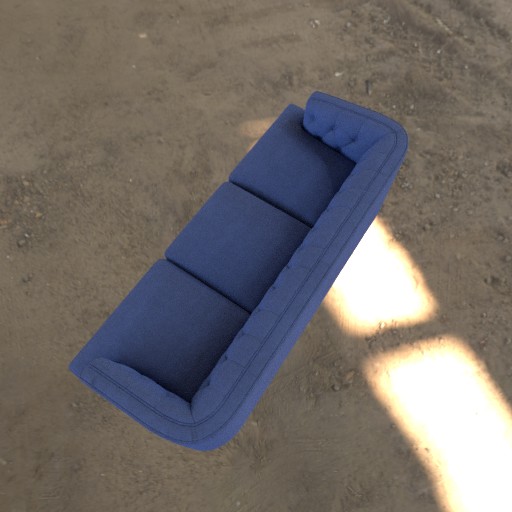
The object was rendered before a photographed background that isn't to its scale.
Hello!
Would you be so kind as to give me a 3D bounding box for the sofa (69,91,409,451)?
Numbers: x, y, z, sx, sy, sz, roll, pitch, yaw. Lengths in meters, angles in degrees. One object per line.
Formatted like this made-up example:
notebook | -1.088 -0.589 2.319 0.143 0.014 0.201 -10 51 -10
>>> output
sofa | 0.000 0.000 2.660 0.914 0.787 2.235 31 68 14
